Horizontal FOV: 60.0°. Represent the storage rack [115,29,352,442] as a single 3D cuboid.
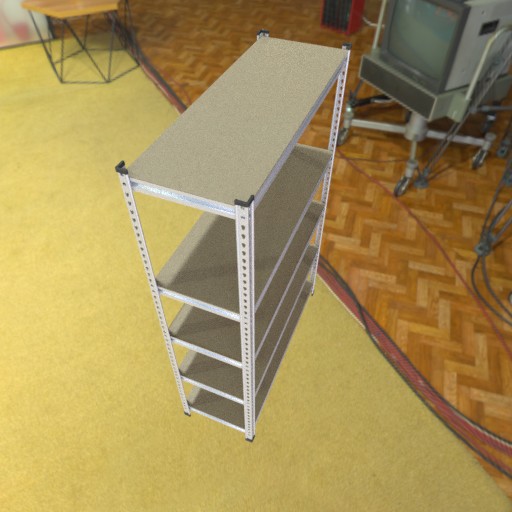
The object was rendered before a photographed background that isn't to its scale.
[{"bbox_3d":[0.000,0.000,2.372,0.457,1.829,1.219,17,49,15],"label":"storage rack"}]
